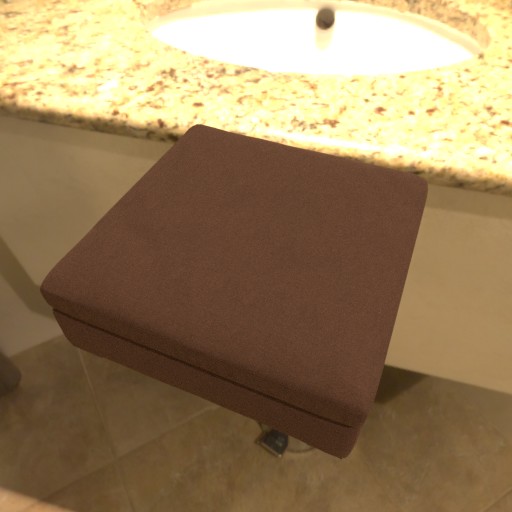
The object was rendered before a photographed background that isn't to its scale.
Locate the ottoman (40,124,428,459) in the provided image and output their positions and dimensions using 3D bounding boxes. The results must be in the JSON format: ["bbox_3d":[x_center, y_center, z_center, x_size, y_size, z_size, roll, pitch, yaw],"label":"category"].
[{"bbox_3d":[0.000,0.000,1.854,1.181,0.470,1.181,17,49,16],"label":"ottoman"}]
